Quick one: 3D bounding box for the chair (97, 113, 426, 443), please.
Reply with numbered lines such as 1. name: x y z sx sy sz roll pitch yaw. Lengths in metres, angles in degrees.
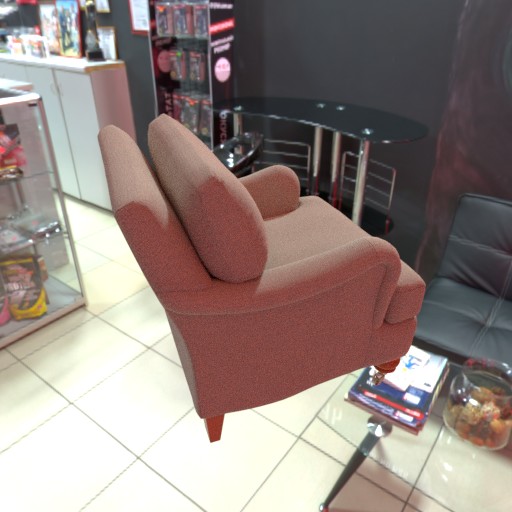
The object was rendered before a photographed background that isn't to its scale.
1. chair: 0.000 0.000 1.838 1.070 1.038 0.955 -10 31 -17
